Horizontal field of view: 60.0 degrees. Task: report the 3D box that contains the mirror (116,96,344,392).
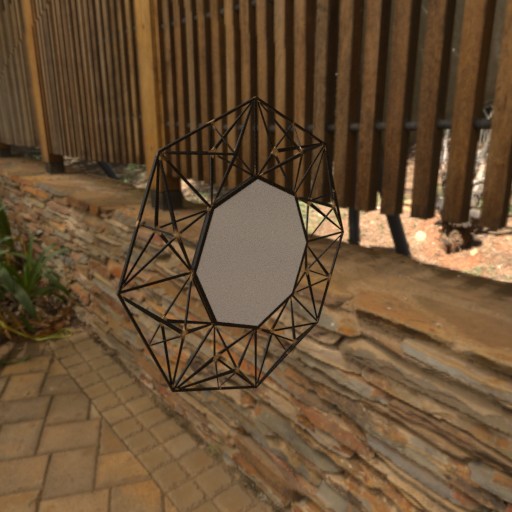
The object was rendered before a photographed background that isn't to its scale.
[{"bbox_3d":[0.000,0.000,1.046,0.710,0.710,0.094,-15,22,-42],"label":"mirror"}]
